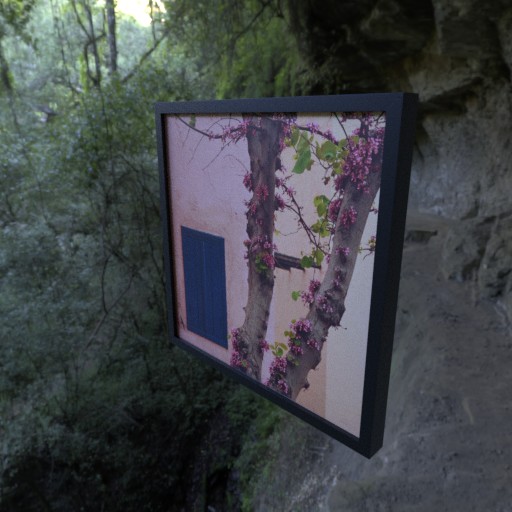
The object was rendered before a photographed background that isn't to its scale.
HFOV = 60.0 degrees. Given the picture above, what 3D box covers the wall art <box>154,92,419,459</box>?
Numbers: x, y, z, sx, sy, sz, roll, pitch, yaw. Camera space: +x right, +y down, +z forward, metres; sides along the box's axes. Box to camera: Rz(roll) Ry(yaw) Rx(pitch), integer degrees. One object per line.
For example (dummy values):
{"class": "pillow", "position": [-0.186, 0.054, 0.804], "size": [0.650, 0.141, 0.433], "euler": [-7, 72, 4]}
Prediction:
{"class": "wall art", "position": [0.000, 0.000, 0.760], "size": [0.508, 0.508, 0.038], "euler": [17, 24, 42]}
